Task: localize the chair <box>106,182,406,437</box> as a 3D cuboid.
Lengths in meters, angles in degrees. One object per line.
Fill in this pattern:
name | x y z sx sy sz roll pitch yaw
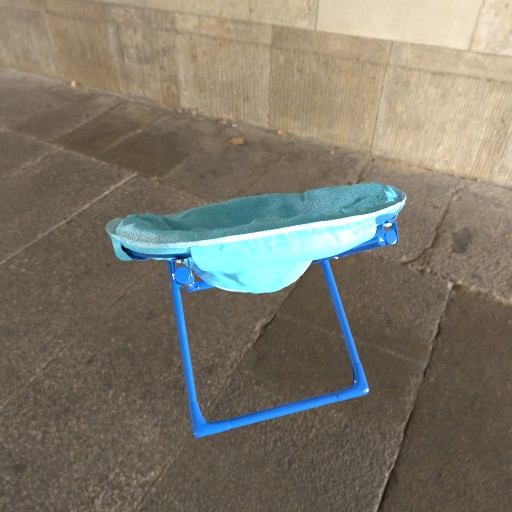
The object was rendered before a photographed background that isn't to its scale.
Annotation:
chair | 0.000 0.000 0.878 0.520 0.478 0.465 -10 42 -12
